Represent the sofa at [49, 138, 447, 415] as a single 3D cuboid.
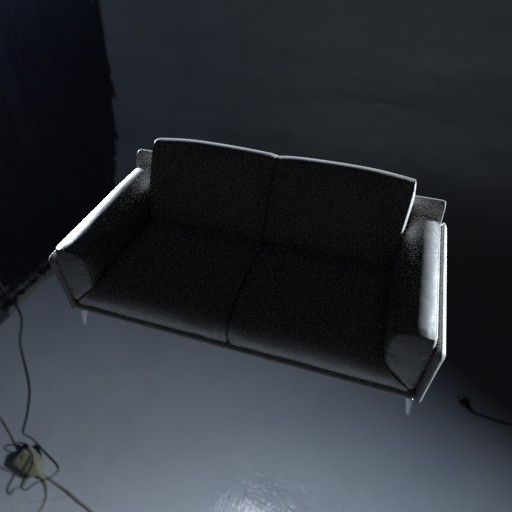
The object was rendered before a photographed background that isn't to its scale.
[{"bbox_3d":[0.000,0.000,2.633,2.101,0.930,1.049,12,43,13],"label":"sofa"}]
